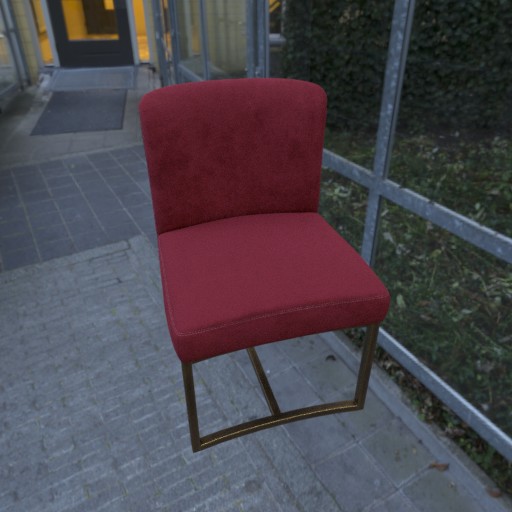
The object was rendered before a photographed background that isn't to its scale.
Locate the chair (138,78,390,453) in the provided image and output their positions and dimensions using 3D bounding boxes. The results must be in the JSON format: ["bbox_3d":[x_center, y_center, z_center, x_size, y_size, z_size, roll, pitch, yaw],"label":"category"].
[{"bbox_3d":[0.000,0.000,1.209,0.530,0.824,0.560,-9,33,-14],"label":"chair"}]
